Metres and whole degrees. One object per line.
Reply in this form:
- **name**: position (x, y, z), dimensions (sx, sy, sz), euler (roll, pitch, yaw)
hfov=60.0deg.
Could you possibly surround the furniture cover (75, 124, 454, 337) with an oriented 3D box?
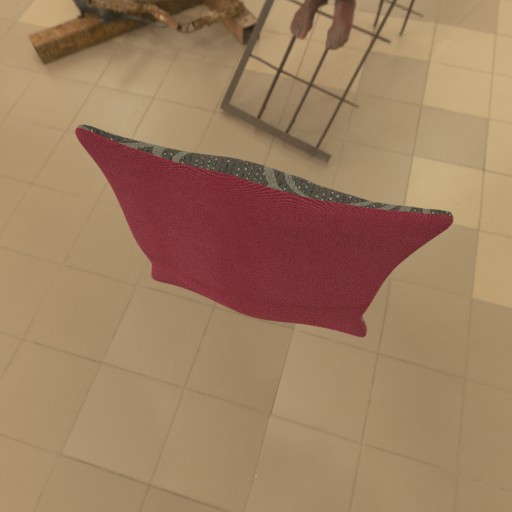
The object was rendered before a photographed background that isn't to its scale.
- **furniture cover**: position (0.000, 0.000, 0.804), dimensions (0.514, 0.513, 0.163), euler (15, 65, 7)
